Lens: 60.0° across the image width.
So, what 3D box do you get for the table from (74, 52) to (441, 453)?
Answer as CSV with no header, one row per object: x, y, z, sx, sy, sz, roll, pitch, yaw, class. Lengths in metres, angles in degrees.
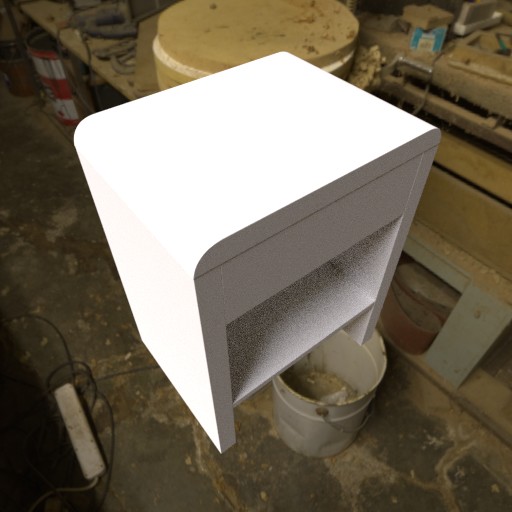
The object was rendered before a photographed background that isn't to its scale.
0.000,0.000,0.874,0.450,0.590,0.350,-30,54,-25,table
